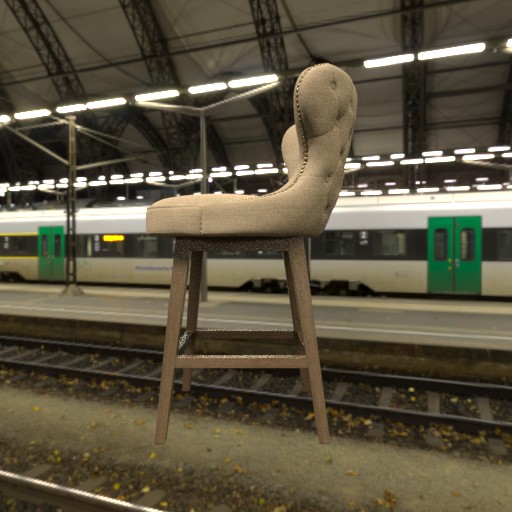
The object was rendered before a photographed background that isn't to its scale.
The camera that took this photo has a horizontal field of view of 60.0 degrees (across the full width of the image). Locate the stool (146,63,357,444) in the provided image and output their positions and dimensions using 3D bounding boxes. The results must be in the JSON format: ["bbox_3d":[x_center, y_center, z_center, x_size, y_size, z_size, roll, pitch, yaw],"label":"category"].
[{"bbox_3d":[0.000,0.000,1.369,0.597,0.972,0.615,0,1,0],"label":"stool"}]
